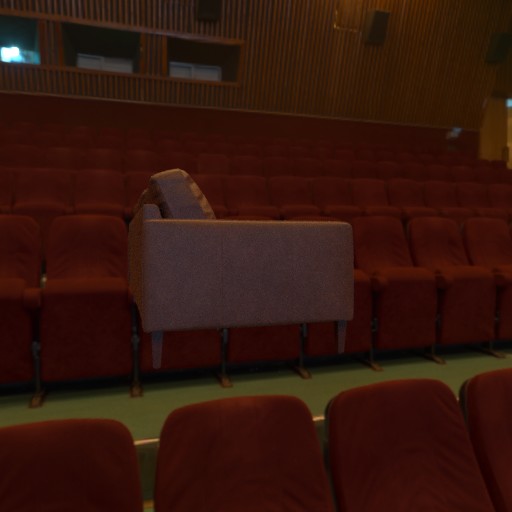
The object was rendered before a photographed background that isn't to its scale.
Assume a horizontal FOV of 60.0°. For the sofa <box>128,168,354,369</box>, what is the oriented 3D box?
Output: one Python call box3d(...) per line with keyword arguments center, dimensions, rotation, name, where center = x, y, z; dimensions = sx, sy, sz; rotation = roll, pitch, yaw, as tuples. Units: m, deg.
box3d(center=(0.000, 0.000, 2.992), dimensions=(1.613, 0.841, 2.185), rotation=(-1, 2, -18), name="sofa")
